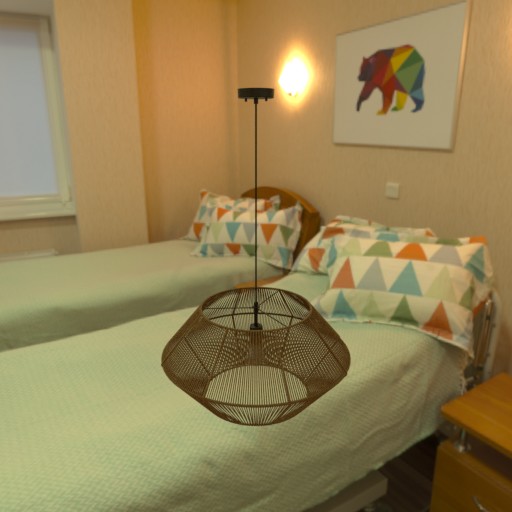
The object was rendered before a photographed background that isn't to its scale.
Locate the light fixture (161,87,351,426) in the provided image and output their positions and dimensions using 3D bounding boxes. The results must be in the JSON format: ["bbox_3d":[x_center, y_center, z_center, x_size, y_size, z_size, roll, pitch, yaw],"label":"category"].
[{"bbox_3d":[0.000,0.000,1.428,0.643,1.009,0.643,0,16,0],"label":"light fixture"}]
